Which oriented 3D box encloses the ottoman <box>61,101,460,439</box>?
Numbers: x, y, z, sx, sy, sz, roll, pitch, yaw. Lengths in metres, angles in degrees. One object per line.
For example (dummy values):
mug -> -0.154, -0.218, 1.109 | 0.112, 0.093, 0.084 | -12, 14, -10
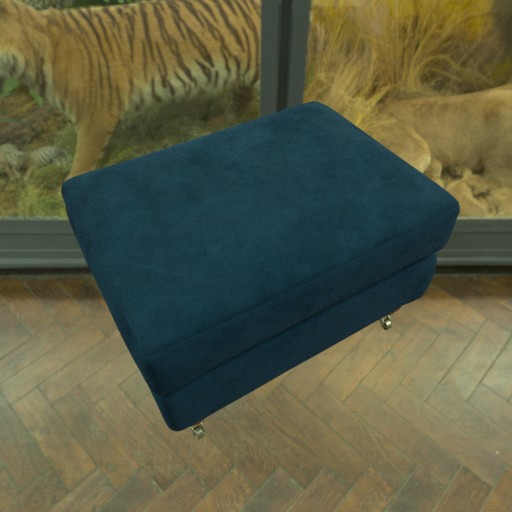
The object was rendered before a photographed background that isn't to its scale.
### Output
ottoman -> 0.000, 0.000, 1.154 | 0.773, 0.503, 0.572 | -24, 52, -20
